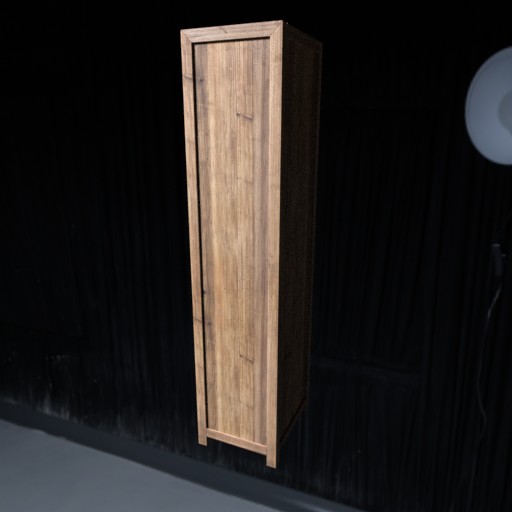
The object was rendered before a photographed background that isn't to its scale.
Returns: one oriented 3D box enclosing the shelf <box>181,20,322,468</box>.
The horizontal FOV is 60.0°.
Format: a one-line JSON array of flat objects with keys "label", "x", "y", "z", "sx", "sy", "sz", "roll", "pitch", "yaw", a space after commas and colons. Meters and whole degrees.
[{"label": "shelf", "x": 0.000, "y": 0.000, "z": 2.115, "sx": 0.428, "sy": 1.900, "sz": 0.500, "roll": 7, "pitch": 18, "yaw": 23}]
